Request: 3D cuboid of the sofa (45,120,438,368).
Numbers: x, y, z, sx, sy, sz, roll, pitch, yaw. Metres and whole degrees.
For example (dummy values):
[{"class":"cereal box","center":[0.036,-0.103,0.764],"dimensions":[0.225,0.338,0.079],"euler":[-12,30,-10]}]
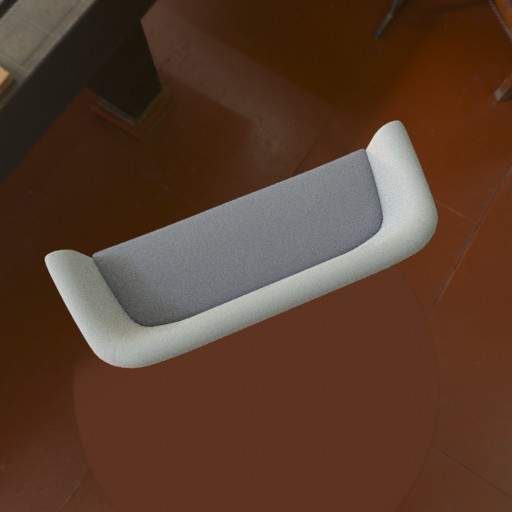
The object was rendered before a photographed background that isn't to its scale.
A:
[{"class":"sofa","center":[0.000,0.000,2.602],"dimensions":[2.160,0.795,0.827],"euler":[-22,77,-5]}]
